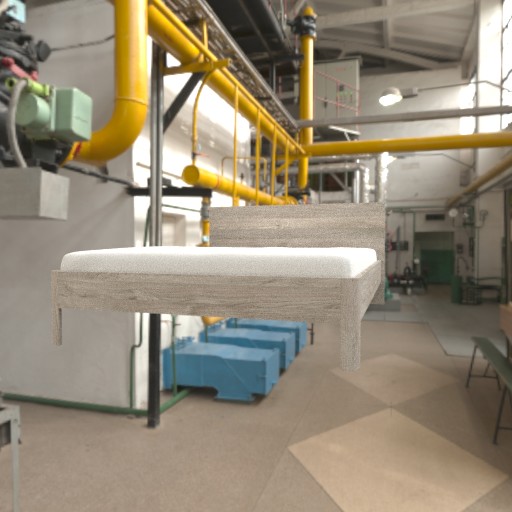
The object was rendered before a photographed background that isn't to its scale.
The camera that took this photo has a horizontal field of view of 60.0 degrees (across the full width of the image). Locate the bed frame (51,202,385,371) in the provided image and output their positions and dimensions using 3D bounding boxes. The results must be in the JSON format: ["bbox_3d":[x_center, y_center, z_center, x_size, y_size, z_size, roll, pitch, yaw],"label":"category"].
[{"bbox_3d":[0.000,0.000,2.788,1.490,0.800,1.950,1,2,18],"label":"bed frame"}]
